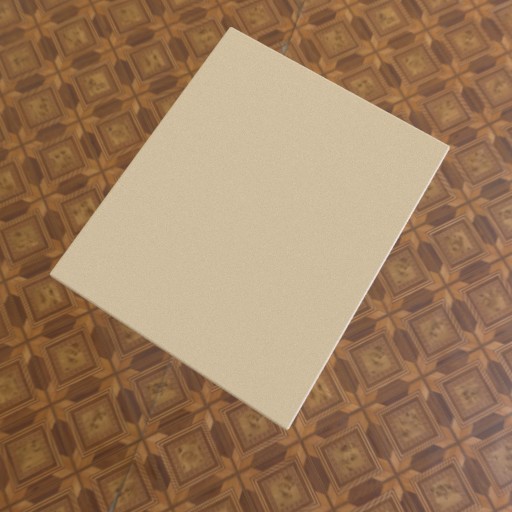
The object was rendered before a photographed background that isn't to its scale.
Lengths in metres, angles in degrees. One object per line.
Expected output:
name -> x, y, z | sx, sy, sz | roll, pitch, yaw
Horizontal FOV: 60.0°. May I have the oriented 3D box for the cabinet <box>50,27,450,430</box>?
cabinet -> 0.000, 0.000, 1.058 | 0.431, 0.723, 0.520 | 31, 80, 6
